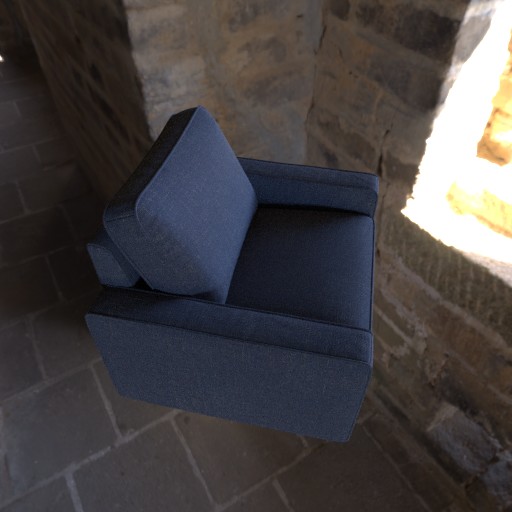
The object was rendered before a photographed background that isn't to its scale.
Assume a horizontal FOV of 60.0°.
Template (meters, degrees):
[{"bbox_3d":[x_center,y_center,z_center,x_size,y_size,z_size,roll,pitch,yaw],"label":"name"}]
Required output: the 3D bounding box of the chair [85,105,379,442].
[{"bbox_3d":[0.000,0.000,1.767,0.940,0.919,1.017,9,46,9],"label":"chair"}]
